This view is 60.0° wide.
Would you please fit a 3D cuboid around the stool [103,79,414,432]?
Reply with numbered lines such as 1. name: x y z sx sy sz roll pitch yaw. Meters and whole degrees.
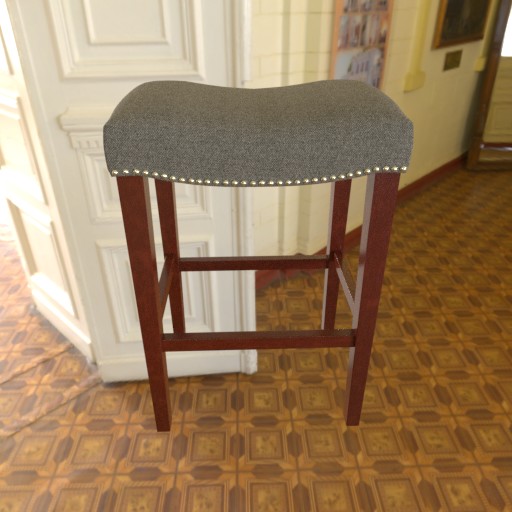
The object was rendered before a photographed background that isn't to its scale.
1. stool: 0.000 0.000 1.021 0.504 0.742 0.372 -1 30 -2
